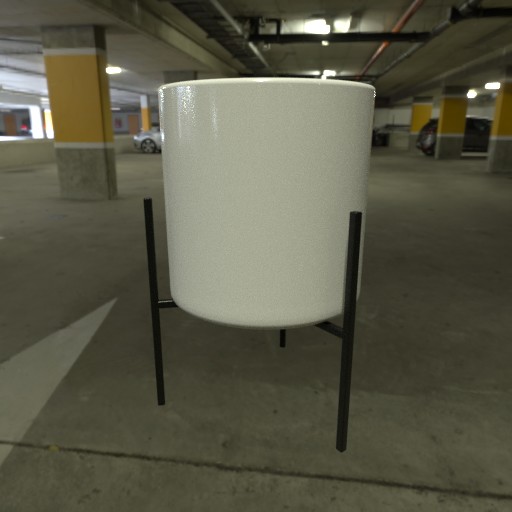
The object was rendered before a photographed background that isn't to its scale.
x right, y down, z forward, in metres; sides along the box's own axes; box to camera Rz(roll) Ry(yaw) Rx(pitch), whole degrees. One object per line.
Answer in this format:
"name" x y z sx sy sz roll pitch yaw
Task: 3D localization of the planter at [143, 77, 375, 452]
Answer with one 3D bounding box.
"planter" 0.000 0.000 0.502 0.239 0.356 0.239 -3 16 -10
